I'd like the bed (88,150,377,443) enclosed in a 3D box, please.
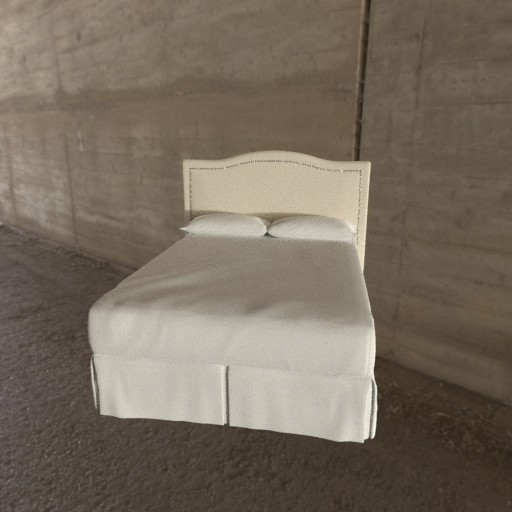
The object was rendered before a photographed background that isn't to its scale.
[{"bbox_3d":[0.000,0.000,3.326,1.753,1.460,2.143,3,16,9],"label":"bed"}]
